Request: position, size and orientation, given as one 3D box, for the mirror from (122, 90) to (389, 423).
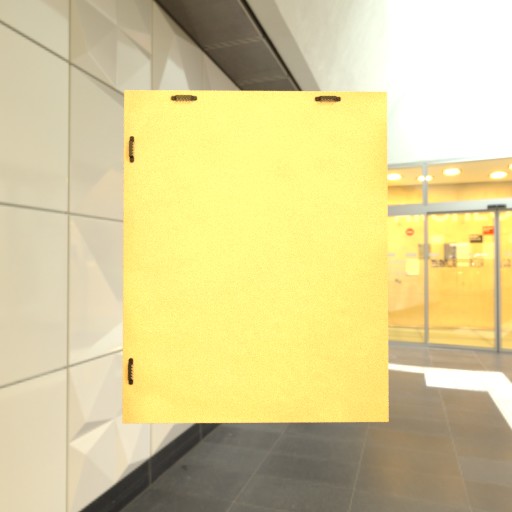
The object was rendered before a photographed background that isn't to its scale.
[{"bbox_3d":[0.000,0.000,0.694,0.406,0.509,0.041,0,-1,-1],"label":"mirror"}]
